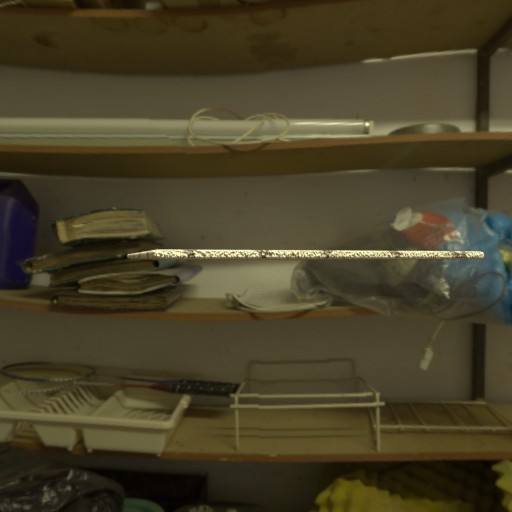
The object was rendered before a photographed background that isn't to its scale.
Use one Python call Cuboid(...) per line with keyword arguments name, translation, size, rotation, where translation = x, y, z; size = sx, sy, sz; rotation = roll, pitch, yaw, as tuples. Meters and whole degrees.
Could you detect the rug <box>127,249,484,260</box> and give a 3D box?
Cuboid(name="rug", translation=(0.000, 0.000, 2.306), size=(1.219, 0.030, 1.778), rotation=(0, 0, -18))
